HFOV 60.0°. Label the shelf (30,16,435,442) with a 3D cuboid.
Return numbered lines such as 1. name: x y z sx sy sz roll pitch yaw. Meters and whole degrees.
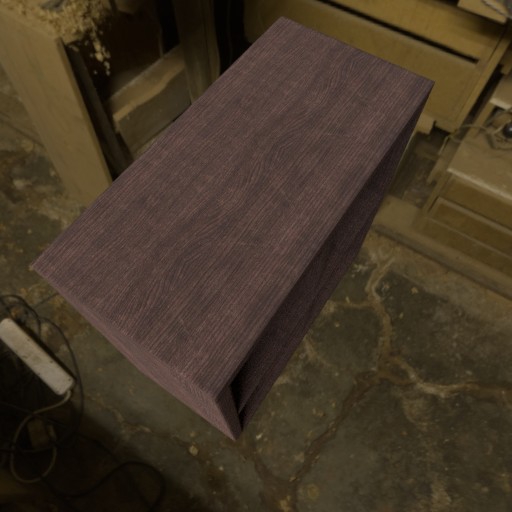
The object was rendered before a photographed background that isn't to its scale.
1. shelf: 0.000 0.000 1.198 0.390 0.786 0.790 31 67 15
